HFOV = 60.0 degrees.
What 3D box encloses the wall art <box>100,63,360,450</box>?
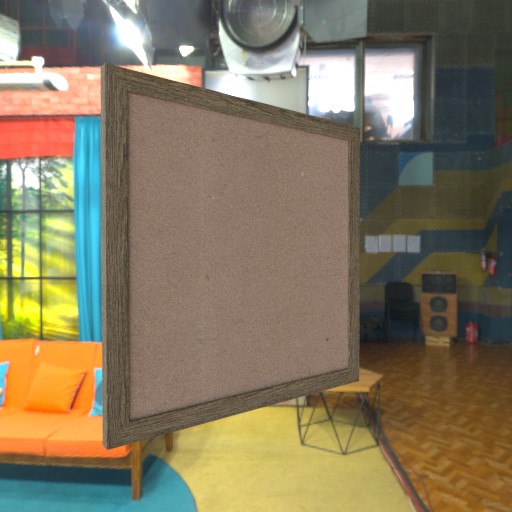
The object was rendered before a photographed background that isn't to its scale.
[{"bbox_3d":[0.000,0.000,0.742,0.508,0.508,0.019,-1,1,-37],"label":"wall art"}]
